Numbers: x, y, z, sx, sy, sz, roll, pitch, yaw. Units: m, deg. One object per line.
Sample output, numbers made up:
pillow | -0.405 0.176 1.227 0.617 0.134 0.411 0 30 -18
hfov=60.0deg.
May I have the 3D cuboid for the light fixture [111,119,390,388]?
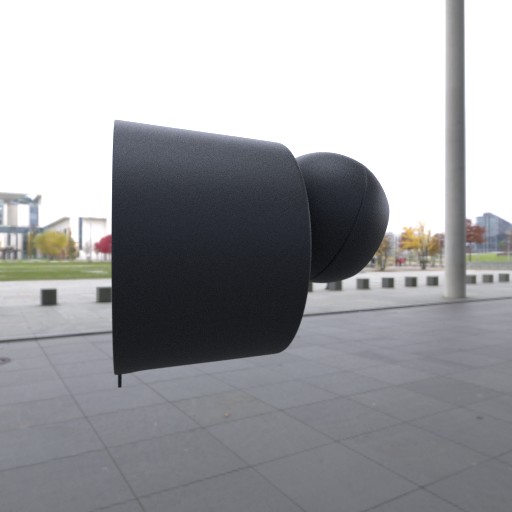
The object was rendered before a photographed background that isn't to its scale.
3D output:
light fixture | 0.000 0.000 0.263 0.160 0.143 0.134 0 0 -16
